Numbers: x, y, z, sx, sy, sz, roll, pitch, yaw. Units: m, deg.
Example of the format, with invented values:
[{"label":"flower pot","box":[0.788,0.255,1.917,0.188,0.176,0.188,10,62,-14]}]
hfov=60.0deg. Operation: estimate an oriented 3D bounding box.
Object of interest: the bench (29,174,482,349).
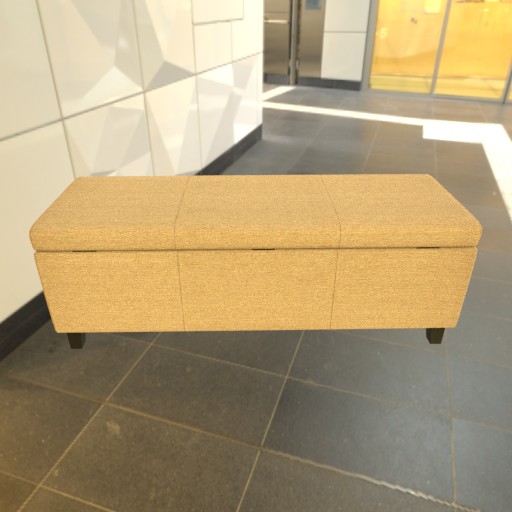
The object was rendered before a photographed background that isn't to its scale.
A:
[{"label":"bench","box":[0.000,0.000,1.487,1.269,0.438,0.446,-1,30,-1]}]
